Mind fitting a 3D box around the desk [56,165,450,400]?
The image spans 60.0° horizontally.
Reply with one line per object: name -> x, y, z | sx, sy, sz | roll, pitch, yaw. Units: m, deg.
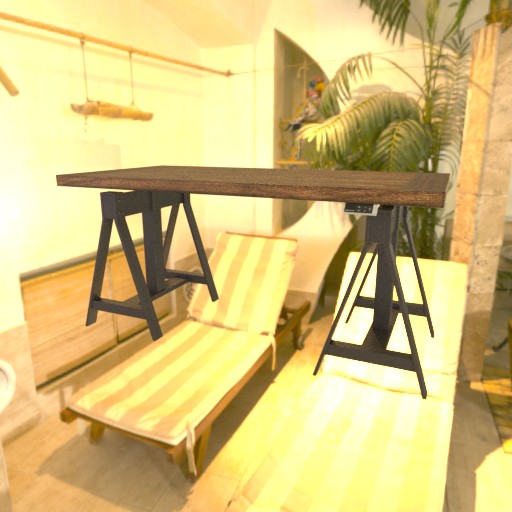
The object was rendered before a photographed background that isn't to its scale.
desk -> 0.000, 0.000, 1.994 | 1.543, 0.725, 0.784 | 6, 16, 23
